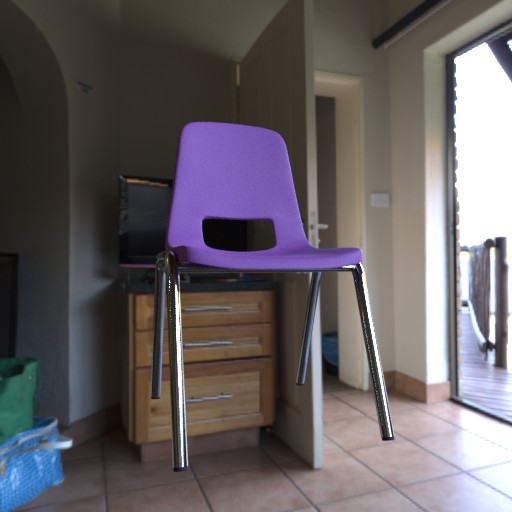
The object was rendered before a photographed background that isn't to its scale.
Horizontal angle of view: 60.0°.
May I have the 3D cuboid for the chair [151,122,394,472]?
[{"bbox_3d":[0.000,0.000,0.683,0.291,0.493,0.301,0,-1,-18],"label":"chair"}]
